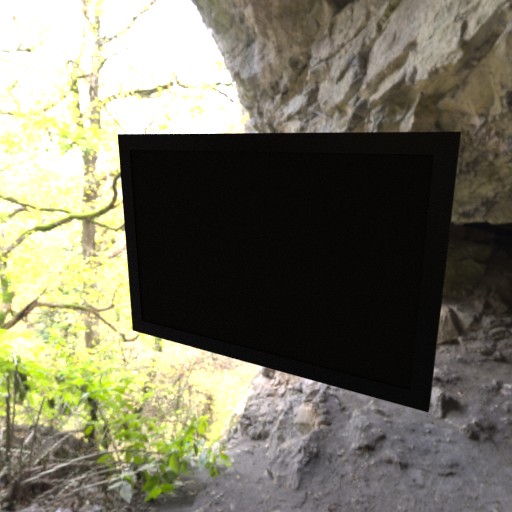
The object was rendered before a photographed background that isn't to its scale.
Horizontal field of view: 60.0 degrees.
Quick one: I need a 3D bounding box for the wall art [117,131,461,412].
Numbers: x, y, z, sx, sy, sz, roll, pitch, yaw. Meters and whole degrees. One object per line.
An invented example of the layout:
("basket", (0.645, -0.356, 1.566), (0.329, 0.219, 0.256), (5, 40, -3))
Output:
("wall art", (0.000, 0.000, 0.836), (0.660, 0.447, 0.013), (8, 17, 28))
